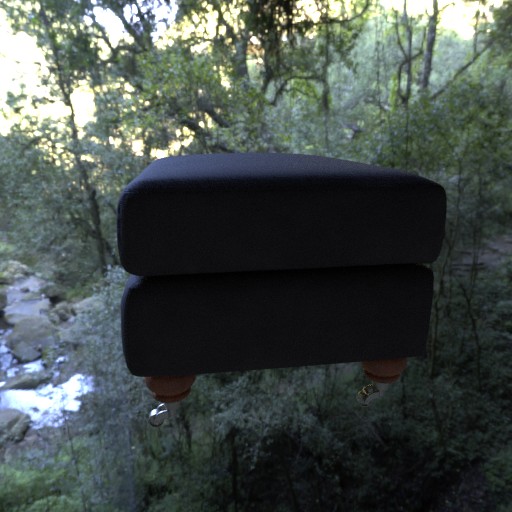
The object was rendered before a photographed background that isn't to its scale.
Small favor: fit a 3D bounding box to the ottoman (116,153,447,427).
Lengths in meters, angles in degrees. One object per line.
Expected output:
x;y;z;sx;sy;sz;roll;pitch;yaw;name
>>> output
0.000;0.000;1.112;0.574;0.497;0.773;-2;16;-9;ottoman
